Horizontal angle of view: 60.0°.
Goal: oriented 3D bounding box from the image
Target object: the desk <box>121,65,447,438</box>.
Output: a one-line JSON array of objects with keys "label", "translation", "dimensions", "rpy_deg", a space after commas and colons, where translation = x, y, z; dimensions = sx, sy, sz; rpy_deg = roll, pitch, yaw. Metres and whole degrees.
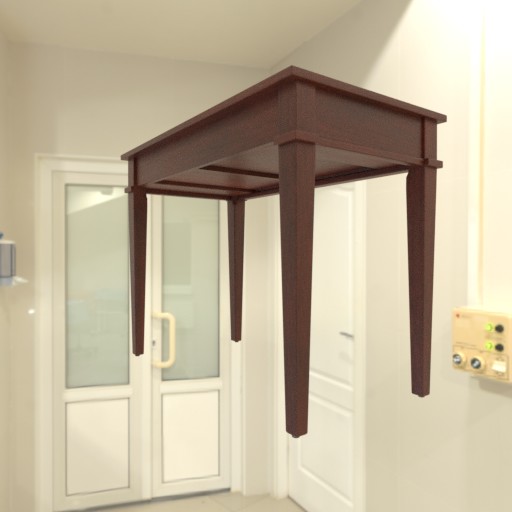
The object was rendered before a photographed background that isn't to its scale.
[{"label": "desk", "translation": [0.000, 0.000, 1.442], "dimensions": [0.549, 0.762, 1.001], "rpy_deg": [0, 0, -36]}]
